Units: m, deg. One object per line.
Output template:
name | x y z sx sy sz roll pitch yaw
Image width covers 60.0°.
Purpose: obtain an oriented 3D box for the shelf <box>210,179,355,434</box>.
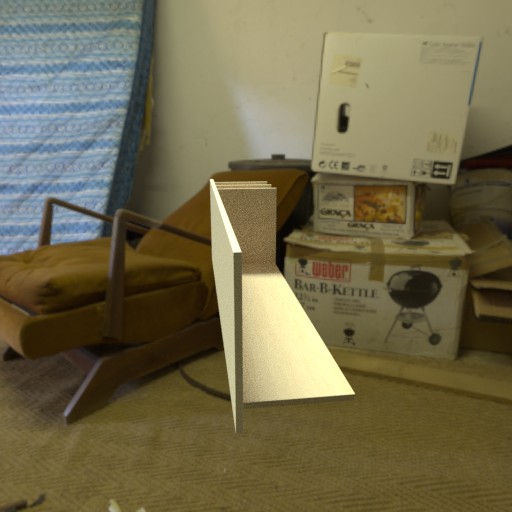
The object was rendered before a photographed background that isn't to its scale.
shelf | 0.000 0.000 1.165 0.200 0.300 1.020 -2 16 -7
